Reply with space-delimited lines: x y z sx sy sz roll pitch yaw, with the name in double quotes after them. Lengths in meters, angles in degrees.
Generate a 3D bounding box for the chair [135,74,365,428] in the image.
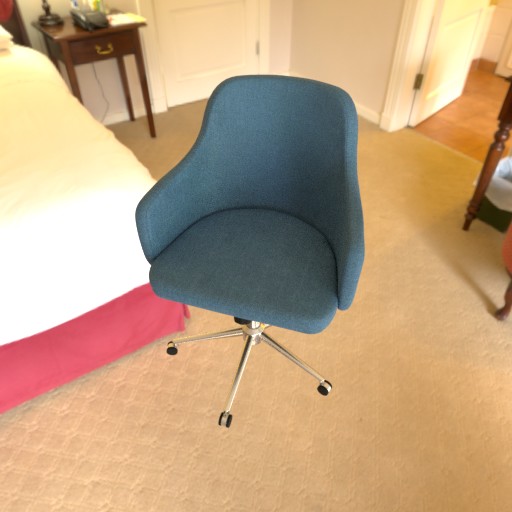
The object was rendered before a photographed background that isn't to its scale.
0.000 0.000 1.286 0.599 0.820 0.655 12 43 13 "chair"
